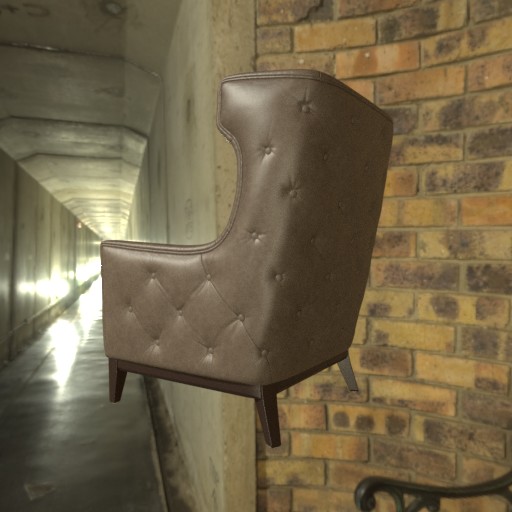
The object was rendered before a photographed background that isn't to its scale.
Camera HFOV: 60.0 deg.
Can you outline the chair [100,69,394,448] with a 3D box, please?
[{"bbox_3d":[0.000,0.000,1.660,0.899,1.079,0.769,1,2,35],"label":"chair"}]
